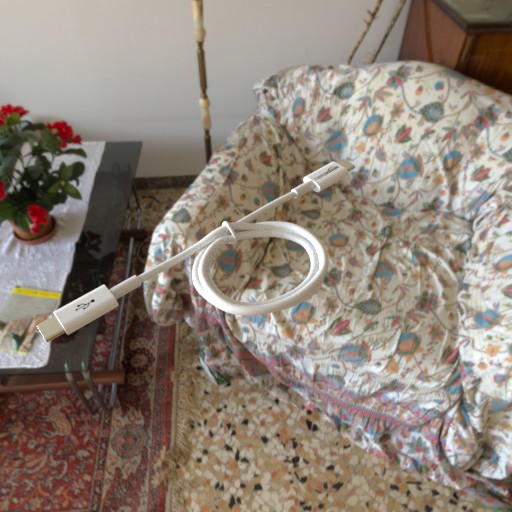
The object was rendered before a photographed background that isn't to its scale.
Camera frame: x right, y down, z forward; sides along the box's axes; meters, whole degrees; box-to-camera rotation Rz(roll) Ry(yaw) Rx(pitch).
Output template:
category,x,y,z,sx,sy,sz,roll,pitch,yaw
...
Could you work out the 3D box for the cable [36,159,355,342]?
category,x,y,z,sx,sy,sz,roll,pitch,yaw
cable,0.000,0.000,0.225,0.203,0.014,0.070,-32,54,-27
